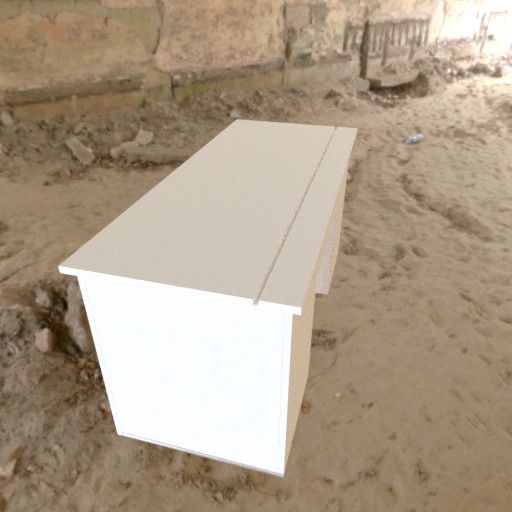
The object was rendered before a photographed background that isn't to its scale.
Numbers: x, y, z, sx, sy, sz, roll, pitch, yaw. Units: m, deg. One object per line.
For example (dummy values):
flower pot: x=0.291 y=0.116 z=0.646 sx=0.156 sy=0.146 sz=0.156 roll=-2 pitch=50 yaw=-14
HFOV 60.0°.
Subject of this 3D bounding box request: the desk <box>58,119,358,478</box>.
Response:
desk: x=0.000 y=0.000 z=1.970 sx=0.670 sy=0.760 sz=1.580 roll=8 pitch=33 yaw=13
